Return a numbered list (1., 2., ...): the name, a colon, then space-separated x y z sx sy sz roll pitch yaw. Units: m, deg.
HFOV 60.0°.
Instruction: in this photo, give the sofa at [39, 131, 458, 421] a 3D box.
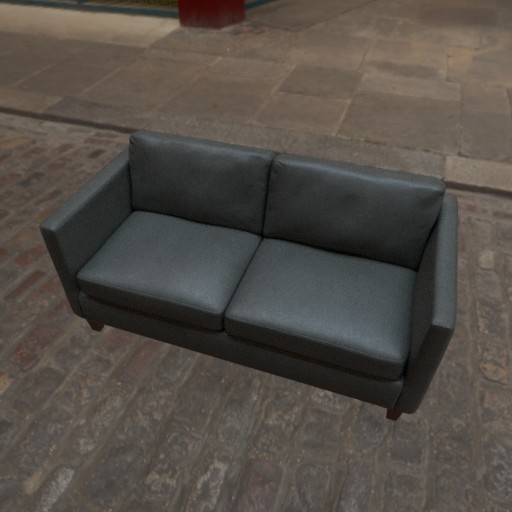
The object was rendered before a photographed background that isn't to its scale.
1. sofa: 0.000 0.000 2.352 1.883 0.933 0.951 13 44 14
